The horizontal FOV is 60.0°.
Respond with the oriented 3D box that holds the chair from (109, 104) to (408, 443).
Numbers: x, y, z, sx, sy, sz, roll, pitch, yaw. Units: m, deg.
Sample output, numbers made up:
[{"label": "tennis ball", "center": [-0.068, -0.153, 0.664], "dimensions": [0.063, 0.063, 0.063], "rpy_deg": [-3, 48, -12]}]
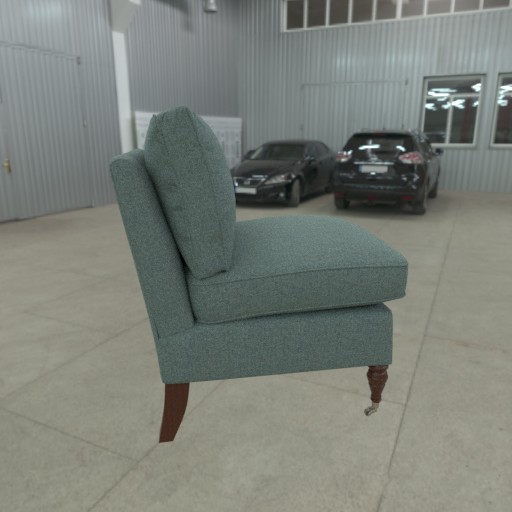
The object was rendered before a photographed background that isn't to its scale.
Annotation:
[{"label": "chair", "center": [0.000, 0.000, 1.444], "dimensions": [0.796, 0.901, 0.624], "rpy_deg": [-3, 16, -9]}]
